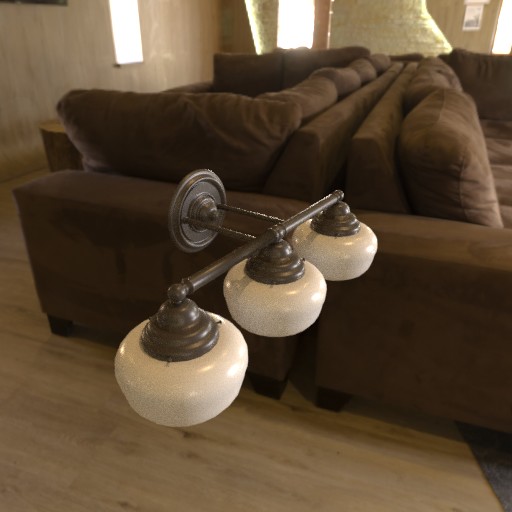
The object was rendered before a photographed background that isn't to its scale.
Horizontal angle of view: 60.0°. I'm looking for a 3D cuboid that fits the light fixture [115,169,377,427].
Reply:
[{"bbox_3d":[0.000,0.000,0.710,0.239,0.242,0.587,18,32,31],"label":"light fixture"}]
